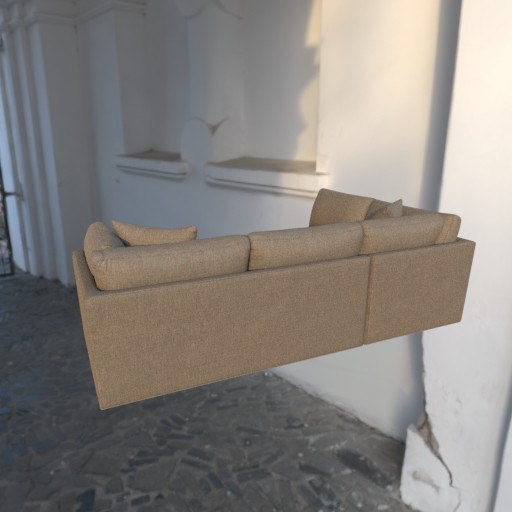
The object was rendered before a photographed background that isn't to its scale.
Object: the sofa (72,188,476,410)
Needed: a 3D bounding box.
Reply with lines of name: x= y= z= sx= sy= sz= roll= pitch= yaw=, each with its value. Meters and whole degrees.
sofa: x=0.000 y=0.000 z=3.802 sx=2.896 sy=0.978 sz=1.994 roll=-7 pitch=18 yaw=-24
